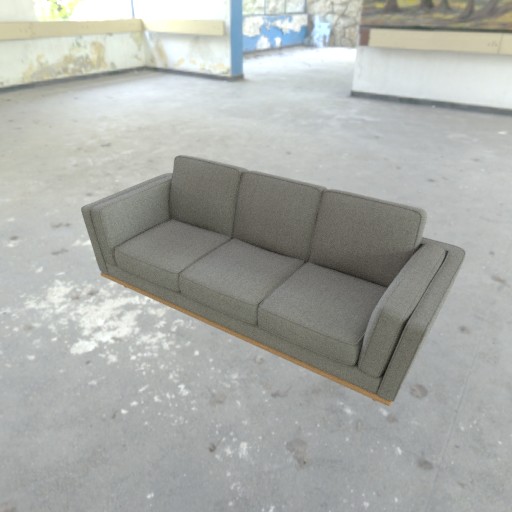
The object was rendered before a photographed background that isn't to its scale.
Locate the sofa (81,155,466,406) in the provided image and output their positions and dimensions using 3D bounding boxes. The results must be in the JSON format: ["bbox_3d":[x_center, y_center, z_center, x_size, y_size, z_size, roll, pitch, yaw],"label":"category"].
[{"bbox_3d":[0.000,0.000,2.910,2.362,0.899,0.903,19,35,29],"label":"sofa"}]
